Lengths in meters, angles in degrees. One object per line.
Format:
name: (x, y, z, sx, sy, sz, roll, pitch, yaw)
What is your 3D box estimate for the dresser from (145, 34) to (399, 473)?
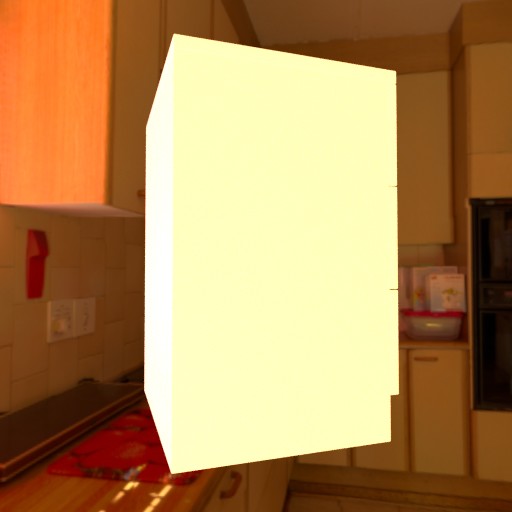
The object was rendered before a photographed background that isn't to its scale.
dresser: (0.000, 0.000, 0.810, 0.360, 0.560, 0.400, 1, -2, -19)
